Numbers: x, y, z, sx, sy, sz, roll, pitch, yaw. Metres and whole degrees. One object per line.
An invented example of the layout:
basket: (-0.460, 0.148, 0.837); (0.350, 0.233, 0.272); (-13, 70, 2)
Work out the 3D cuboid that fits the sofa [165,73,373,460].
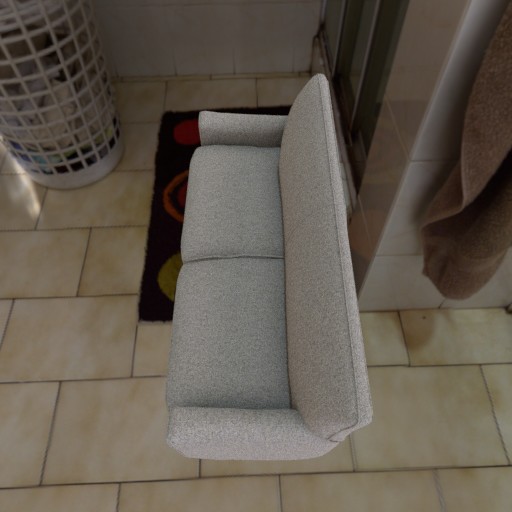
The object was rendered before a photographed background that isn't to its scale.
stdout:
sofa: (0.000, 0.000, 2.476); (0.854, 0.942, 2.026); (0, 57, 0)
